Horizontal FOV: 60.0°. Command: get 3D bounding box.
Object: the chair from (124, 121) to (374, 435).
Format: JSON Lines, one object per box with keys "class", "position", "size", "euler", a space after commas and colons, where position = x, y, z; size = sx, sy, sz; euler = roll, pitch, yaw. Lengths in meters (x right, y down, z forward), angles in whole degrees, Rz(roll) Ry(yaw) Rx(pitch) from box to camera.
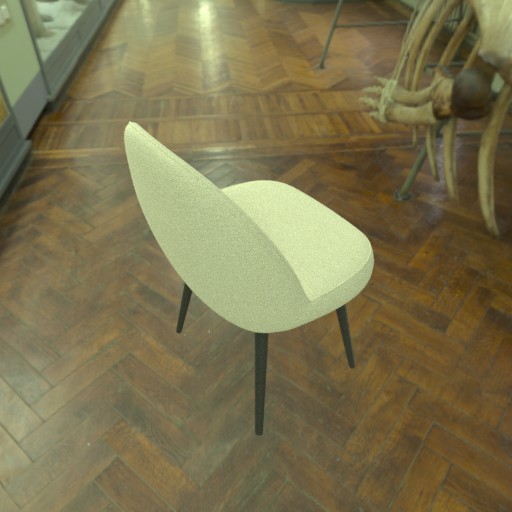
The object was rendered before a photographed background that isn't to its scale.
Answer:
{"class": "chair", "position": [0.000, 0.000, 1.191], "size": [0.540, 0.838, 0.532], "euler": [-26, 47, -27]}
